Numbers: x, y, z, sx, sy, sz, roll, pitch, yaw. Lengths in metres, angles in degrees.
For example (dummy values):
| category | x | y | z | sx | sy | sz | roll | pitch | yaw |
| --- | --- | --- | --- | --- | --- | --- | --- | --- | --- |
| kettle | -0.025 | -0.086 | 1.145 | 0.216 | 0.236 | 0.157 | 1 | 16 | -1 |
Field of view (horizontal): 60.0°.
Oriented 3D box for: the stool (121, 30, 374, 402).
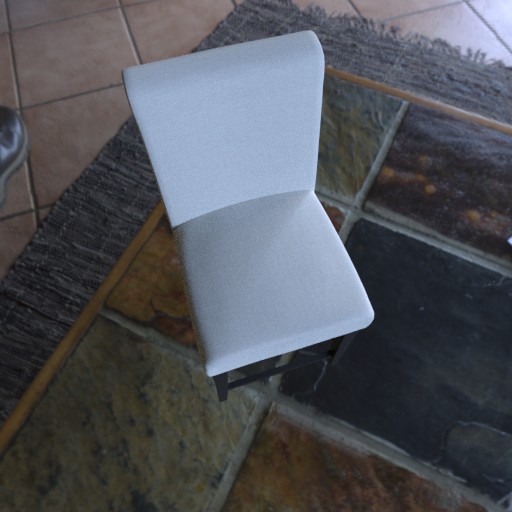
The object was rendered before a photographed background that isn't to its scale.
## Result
| category | x | y | z | sx | sy | sz | roll | pitch | yaw |
| --- | --- | --- | --- | --- | --- | --- | --- | --- | --- |
| stool | 0.000 | 0.000 | 1.285 | 0.452 | 0.976 | 0.597 | -16 | 63 | -8 |
